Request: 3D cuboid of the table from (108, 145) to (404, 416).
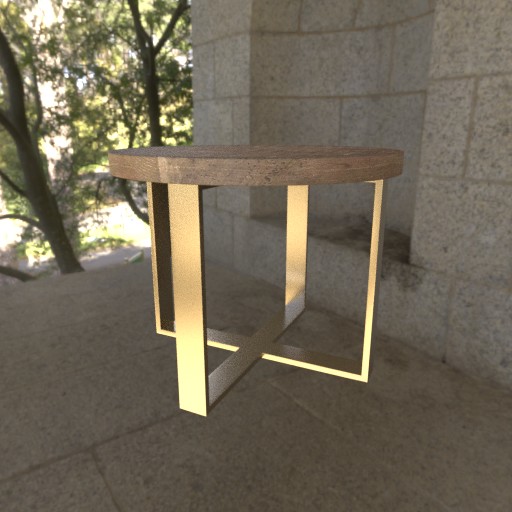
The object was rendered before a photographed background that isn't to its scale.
[{"bbox_3d":[0.000,0.000,0.935,0.557,0.437,0.557,0,16,0],"label":"table"}]
